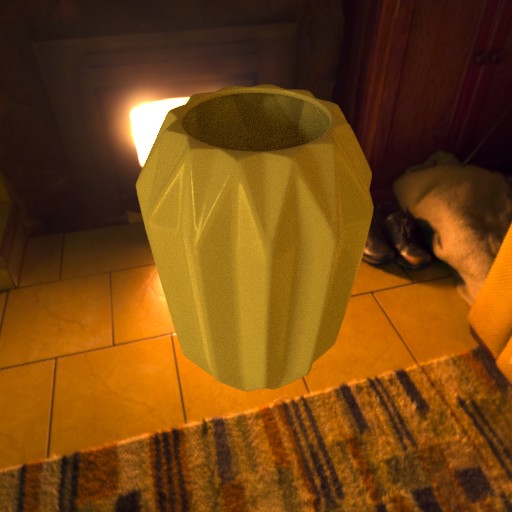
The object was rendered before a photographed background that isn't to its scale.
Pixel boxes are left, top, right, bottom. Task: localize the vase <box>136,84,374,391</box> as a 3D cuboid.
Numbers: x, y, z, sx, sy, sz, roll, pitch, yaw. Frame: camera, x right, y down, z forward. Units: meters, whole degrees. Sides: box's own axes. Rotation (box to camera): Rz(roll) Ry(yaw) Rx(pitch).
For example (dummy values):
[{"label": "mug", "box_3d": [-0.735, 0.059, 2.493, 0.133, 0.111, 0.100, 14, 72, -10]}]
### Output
[{"label": "vase", "box_3d": [0.000, 0.000, 0.417, 0.195, 0.275, 0.195, 0, 41, 0]}]
